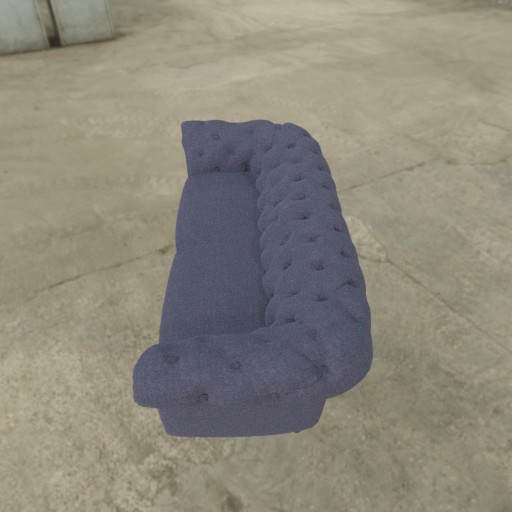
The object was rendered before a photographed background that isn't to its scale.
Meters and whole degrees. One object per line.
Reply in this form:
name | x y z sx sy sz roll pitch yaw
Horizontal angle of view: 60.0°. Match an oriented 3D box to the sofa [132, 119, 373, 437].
sofa | 0.000 0.000 2.758 1.046 0.836 2.335 -1 42 -2
